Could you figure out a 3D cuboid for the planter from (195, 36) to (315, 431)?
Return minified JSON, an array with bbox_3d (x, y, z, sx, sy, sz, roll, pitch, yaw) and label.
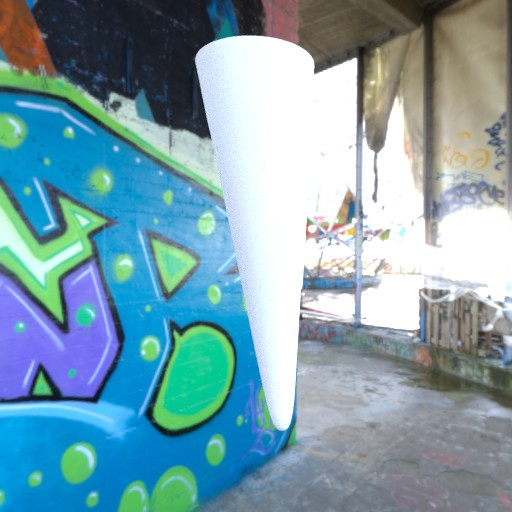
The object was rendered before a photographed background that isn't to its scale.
[{"bbox_3d":[0.000,0.000,0.225,0.057,0.193,0.064,0,1,36],"label":"planter"}]
